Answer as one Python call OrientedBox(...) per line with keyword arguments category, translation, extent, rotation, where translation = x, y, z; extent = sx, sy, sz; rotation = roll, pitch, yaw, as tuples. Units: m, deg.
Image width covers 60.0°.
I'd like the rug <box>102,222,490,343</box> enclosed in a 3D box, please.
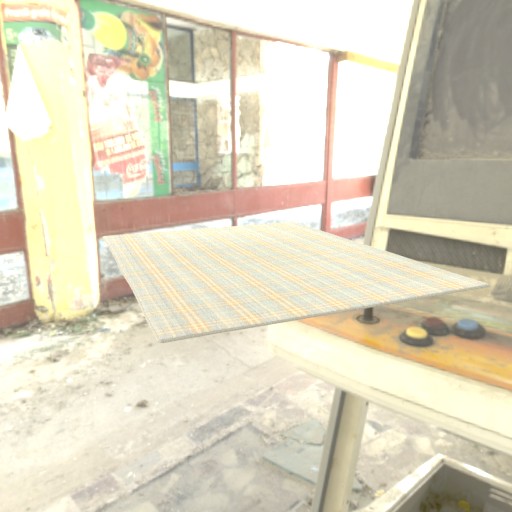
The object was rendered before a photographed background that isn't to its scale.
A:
OrientedBox(category="rug", translation=(0.000, 0.000, 4.151), extent=(2.462, 0.030, 3.066), rotation=(-6, 15, -23))
